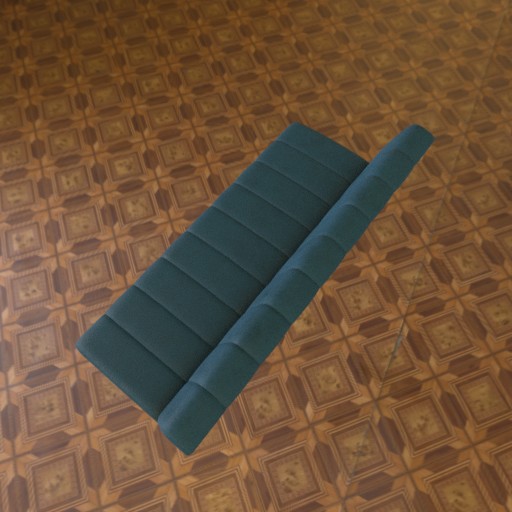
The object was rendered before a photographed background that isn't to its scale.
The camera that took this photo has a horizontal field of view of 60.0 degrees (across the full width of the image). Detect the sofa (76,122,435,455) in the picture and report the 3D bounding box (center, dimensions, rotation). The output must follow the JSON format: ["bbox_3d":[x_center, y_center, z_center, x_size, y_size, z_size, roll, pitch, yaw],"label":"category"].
[{"bbox_3d":[0.000,0.000,2.289,0.830,0.825,1.810,35,68,16],"label":"sofa"}]
